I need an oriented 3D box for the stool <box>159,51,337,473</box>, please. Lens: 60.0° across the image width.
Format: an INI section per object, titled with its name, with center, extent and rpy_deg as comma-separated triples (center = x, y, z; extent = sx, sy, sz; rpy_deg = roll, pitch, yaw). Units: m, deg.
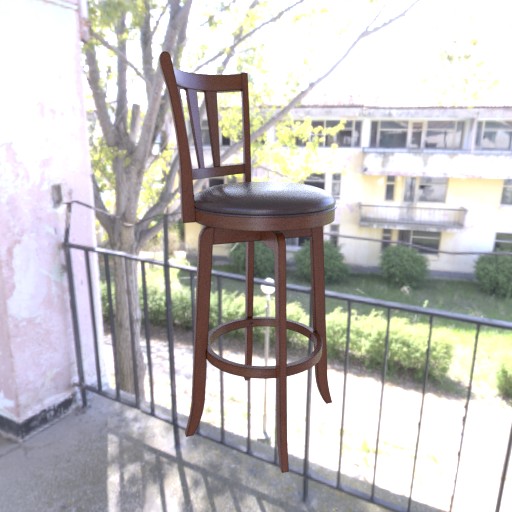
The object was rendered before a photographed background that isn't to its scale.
[stool]
center = 0.000, 0.000, 1.433
extent = 0.503, 1.177, 0.464
rpy_deg = 8, 17, 27
